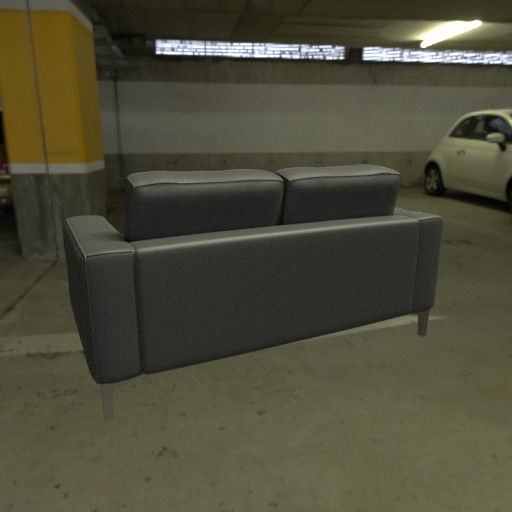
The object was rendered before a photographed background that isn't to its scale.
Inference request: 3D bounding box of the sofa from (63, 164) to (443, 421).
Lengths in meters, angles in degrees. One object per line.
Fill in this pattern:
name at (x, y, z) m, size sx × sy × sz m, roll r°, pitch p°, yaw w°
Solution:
sofa at (0.000, 0.000, 2.225) m, size 1.726 × 0.892 × 0.833 m, roll -7°, pitch 17°, yaw -26°
